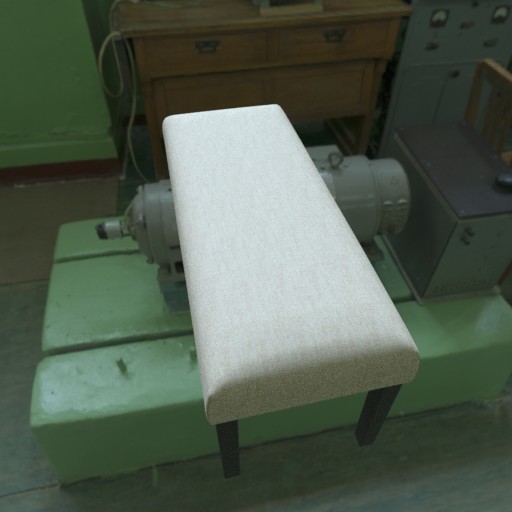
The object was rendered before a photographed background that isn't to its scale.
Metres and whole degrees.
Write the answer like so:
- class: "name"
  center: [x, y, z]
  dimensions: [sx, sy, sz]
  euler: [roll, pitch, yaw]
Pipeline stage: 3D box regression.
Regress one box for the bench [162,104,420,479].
- class: "bench"
  center: [0.000, 0.000, 1.254]
  dimensions: [0.407, 0.456, 1.013]
  euler: [-9, 46, -9]
